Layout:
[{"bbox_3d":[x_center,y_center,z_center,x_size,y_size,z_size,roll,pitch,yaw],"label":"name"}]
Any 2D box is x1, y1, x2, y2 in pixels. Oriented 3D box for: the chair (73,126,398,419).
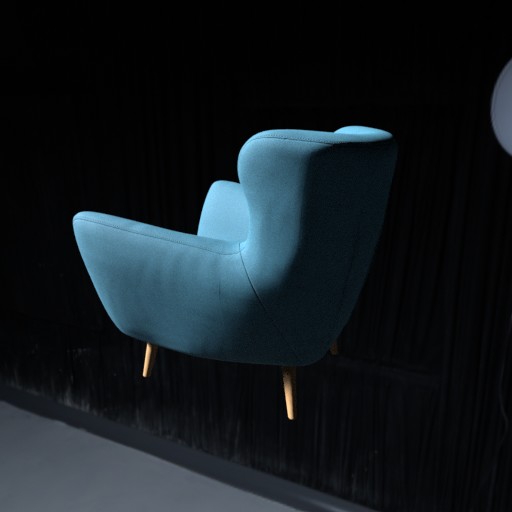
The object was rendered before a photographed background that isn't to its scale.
[{"bbox_3d":[0.000,0.000,1.592,0.889,0.889,0.890,8,19,25],"label":"chair"}]
